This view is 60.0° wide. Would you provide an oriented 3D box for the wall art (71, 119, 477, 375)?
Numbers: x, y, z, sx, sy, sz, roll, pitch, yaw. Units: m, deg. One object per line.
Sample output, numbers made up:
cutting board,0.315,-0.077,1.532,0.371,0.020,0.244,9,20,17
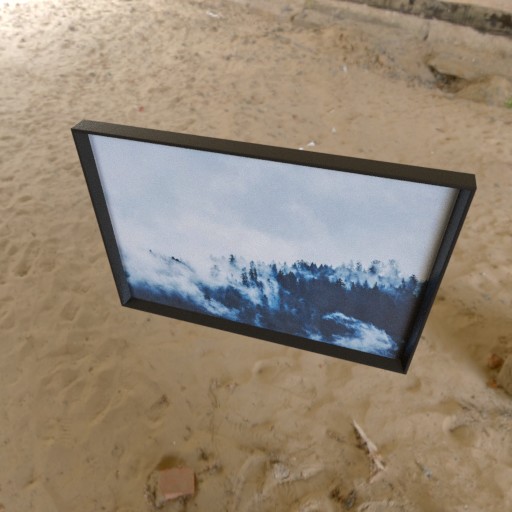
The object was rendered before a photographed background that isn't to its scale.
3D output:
wall art,0.000,0.000,1.216,0.939,0.640,0.058,11,42,13
